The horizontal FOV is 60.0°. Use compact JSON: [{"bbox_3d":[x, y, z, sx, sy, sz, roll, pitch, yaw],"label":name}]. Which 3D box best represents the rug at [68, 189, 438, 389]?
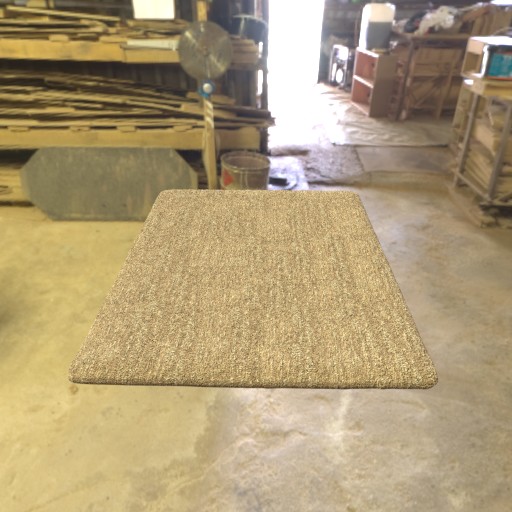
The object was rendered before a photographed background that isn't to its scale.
[{"bbox_3d":[0.000,0.000,3.803,2.242,0.050,2.873,1,32,1],"label":"rug"}]
